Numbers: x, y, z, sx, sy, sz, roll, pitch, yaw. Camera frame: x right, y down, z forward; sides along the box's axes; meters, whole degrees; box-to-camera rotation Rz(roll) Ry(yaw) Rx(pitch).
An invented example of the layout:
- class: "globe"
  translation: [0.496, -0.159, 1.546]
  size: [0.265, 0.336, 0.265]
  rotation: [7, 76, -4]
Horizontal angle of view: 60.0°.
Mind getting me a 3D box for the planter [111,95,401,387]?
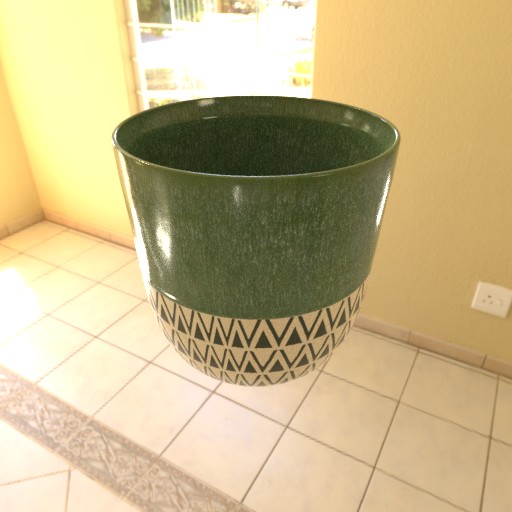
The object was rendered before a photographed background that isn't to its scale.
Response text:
- class: "planter"
  translation: [0.000, 0.000, 0.365]
  size: [0.195, 0.214, 0.195]
  rotation: [0, 32, 0]
